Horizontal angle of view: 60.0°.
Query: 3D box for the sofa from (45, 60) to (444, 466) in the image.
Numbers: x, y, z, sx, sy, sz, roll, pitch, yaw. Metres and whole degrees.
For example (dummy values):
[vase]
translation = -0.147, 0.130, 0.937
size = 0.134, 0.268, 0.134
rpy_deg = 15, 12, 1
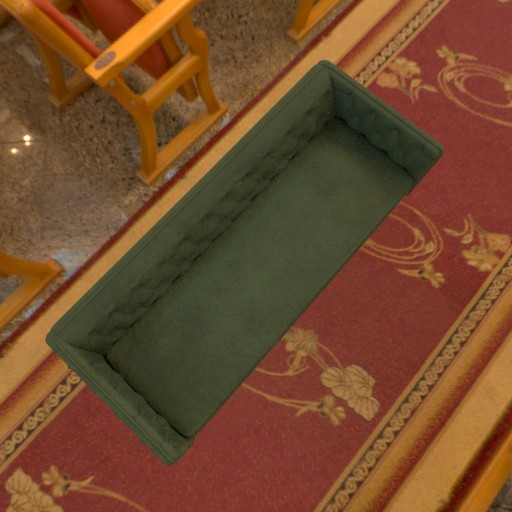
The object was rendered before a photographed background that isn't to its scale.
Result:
[sofa]
translation = 0.000, 0.000, 2.646
size = 0.895, 0.771, 2.209
rpy_deg = 41, 79, 10
